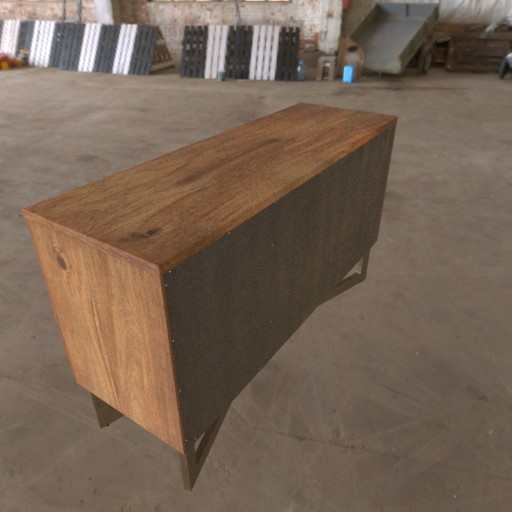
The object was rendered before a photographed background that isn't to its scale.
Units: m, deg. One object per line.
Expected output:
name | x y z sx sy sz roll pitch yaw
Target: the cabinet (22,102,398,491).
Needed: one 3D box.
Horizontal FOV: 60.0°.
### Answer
cabinet | 0.000 0.000 1.659 0.480 0.812 1.373 19 36 29
